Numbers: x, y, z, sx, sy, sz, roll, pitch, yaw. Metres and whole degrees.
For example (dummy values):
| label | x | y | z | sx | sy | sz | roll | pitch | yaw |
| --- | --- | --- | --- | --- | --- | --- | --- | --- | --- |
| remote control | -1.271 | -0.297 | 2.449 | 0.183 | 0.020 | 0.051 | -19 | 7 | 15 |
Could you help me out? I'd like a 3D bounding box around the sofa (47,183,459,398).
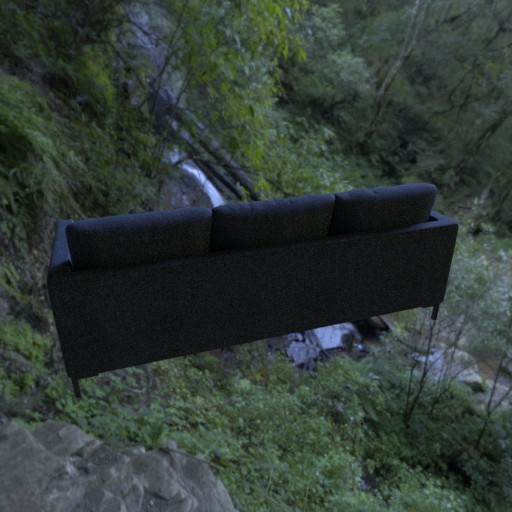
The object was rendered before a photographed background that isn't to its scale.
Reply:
| label | x | y | z | sx | sy | sz | roll | pitch | yaw |
| --- | --- | --- | --- | --- | --- | --- | --- | --- | --- |
| sofa | 0.000 | 0.000 | 2.694 | 2.218 | 0.874 | 0.859 | -8 | 26 | -17 |
